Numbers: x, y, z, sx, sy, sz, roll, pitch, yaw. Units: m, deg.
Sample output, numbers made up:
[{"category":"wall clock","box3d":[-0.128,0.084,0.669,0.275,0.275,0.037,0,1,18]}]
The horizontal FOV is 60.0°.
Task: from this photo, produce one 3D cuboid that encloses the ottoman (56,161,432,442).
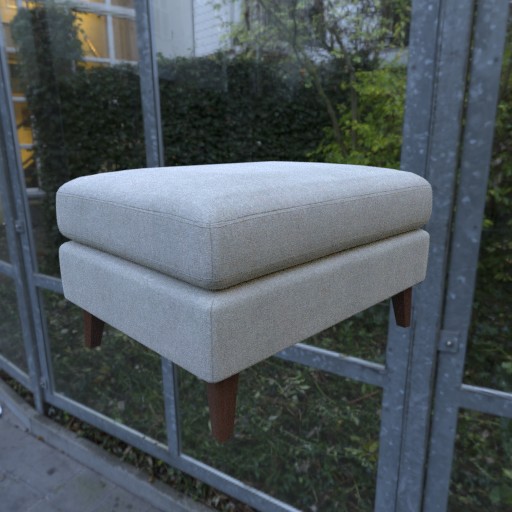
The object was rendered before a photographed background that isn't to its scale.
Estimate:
[{"category":"ottoman","box3d":[0.000,0.000,1.199,0.610,0.478,0.823,14,21,43]}]
